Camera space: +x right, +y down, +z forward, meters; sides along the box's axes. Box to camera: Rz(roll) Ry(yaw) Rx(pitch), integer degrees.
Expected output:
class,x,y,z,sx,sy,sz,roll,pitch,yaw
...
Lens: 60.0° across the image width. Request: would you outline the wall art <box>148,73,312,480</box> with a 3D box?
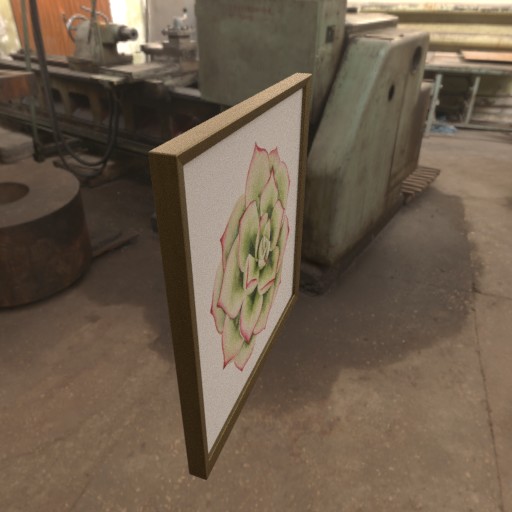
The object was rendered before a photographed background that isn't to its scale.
class,x,y,z,sx,sy,sz,roll,pitch,yaw
wall art,0.000,0.000,0.748,0.031,0.506,0.503,11,33,18
